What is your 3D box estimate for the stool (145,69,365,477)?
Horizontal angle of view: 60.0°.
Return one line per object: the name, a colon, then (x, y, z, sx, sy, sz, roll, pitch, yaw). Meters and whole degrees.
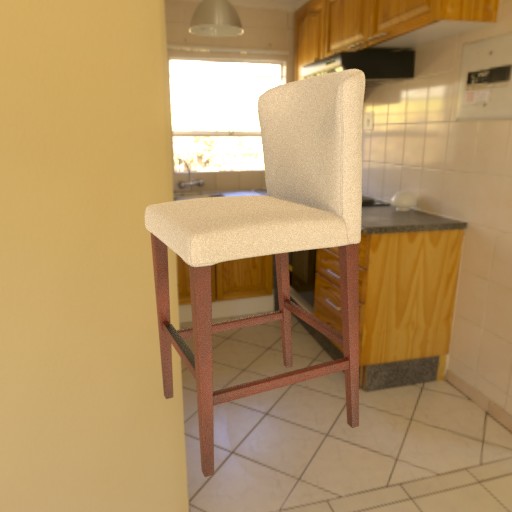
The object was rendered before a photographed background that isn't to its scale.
stool: (0.000, 0.000, 1.346, 0.568, 1.069, 0.479, -7, 17, -25)
